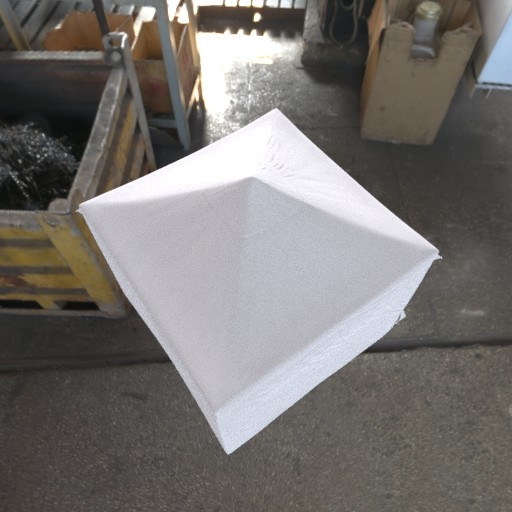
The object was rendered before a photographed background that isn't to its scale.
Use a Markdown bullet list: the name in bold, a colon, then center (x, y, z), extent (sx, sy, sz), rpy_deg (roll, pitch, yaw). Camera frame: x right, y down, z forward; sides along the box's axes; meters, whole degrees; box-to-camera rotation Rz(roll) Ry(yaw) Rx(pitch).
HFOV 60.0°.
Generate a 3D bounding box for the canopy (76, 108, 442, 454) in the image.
- **canopy**: center (0.000, 0.000, 5.561), extent (3.121, 2.997, 3.043), rpy_deg (-31, 63, -19)
